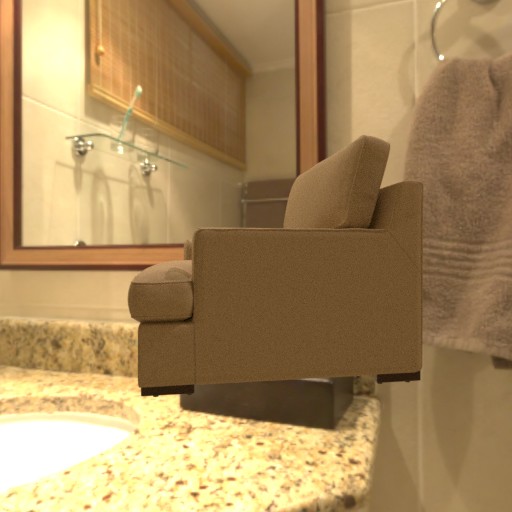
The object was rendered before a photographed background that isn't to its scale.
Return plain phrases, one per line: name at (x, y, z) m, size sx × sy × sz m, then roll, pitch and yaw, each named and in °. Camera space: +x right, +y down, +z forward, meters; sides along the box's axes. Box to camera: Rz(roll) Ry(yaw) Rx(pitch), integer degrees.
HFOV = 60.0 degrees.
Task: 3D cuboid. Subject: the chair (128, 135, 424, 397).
chair at (0.000, 0.000, 2.218) m, size 1.274 × 1.005 × 1.293 m, roll 0°, pitch 0°, yaw -19°
